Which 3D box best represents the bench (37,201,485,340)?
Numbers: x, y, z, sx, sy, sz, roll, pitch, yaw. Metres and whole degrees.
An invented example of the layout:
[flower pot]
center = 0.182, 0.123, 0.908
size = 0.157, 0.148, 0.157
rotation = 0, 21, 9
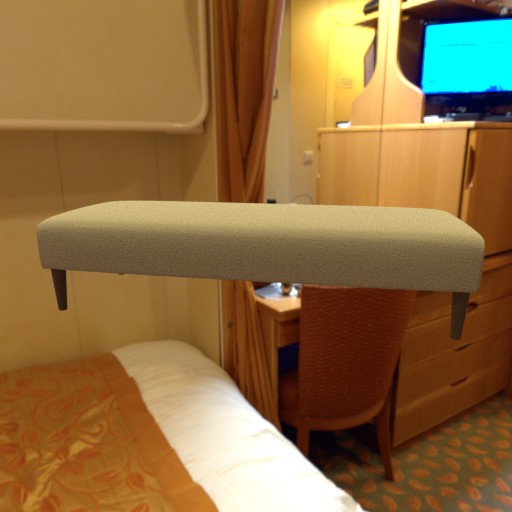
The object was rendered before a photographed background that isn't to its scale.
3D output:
[bench]
center = 0.000, 0.000, 1.873
size = 1.609, 0.393, 0.646
rotation = 3, 15, 10
